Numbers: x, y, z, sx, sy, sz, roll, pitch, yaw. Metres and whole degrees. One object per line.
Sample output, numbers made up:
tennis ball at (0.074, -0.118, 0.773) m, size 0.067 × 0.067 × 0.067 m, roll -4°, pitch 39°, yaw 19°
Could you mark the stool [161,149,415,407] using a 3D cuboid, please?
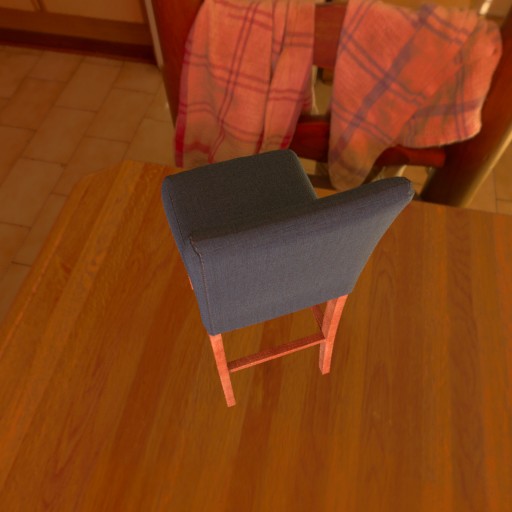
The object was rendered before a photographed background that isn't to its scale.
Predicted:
stool at (0.000, 0.000, 1.358) m, size 0.454 × 1.088 × 0.574 m, roll -16°, pitch 60°, yaw -10°
